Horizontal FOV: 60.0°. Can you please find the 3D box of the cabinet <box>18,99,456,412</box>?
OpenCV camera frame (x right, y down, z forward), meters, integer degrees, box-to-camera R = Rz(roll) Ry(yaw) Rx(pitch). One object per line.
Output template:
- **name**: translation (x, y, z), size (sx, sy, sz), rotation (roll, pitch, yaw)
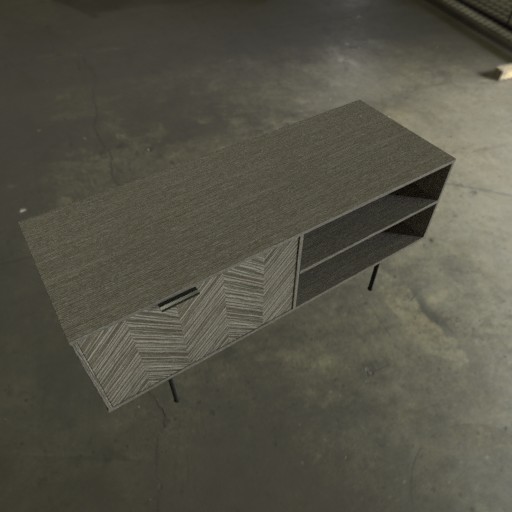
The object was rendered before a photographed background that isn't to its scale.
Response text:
- **cabinet**: translation (0.000, 0.000, 1.586), size (1.300, 0.599, 0.500), rotation (-26, 52, -22)
